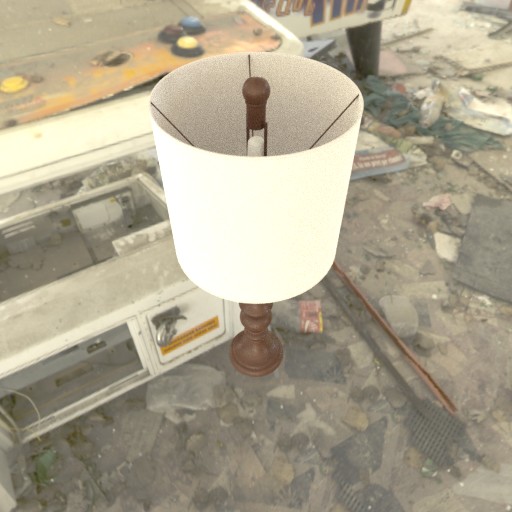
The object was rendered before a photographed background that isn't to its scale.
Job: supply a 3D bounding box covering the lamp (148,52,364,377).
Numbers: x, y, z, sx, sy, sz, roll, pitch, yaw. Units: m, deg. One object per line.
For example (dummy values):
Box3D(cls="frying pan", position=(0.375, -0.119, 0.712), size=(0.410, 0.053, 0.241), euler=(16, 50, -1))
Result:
Box3D(cls="lamp", position=(0.000, 0.000, 0.723), size=(0.250, 0.597, 0.250), euler=(-3, 47, -3))
